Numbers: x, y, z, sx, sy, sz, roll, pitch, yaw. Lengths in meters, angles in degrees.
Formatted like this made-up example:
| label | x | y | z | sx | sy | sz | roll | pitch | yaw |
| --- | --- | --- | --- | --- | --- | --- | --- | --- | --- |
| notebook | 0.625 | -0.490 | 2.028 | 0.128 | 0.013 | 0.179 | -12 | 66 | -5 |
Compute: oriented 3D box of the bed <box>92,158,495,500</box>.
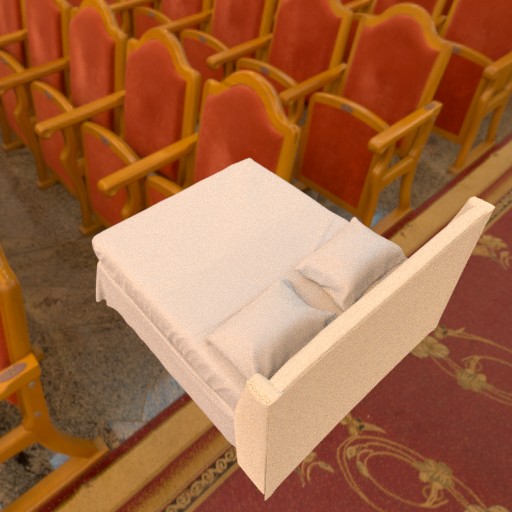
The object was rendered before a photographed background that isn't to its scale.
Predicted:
| label | x | y | z | sx | sy | sz | roll | pitch | yaw |
| --- | --- | --- | --- | --- | --- | --- | --- | --- | --- |
| bed | 0.000 | 0.000 | 3.285 | 1.925 | 1.332 | 2.276 | -33 | 54 | -28 |
